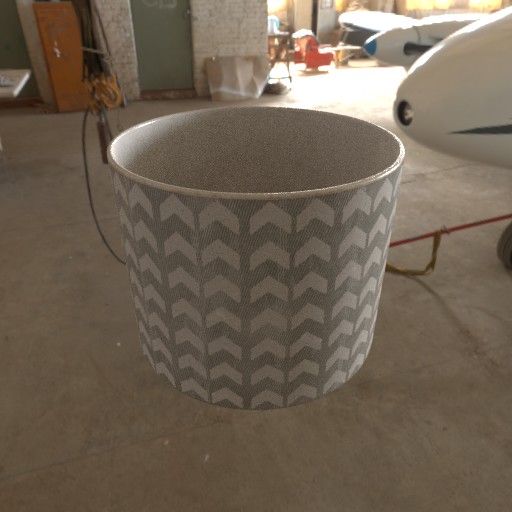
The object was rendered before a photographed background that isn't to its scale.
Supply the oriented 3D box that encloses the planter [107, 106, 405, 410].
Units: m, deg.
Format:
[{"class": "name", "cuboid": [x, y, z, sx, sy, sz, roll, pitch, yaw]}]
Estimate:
[{"class": "planter", "cuboid": [0.000, 0.000, 0.339, 0.190, 0.181, 0.190, 0, 31, 0]}]
